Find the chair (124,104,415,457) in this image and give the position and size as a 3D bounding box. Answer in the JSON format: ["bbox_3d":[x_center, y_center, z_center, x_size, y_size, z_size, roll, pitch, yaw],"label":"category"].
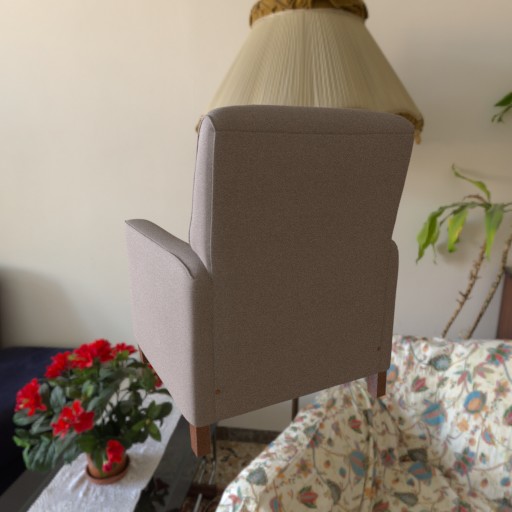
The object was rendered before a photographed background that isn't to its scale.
[{"bbox_3d":[0.000,0.000,1.677,0.845,1.023,0.859,-7,16,-27],"label":"chair"}]
